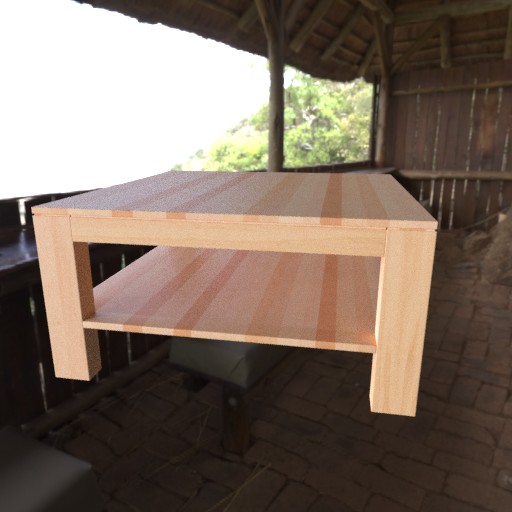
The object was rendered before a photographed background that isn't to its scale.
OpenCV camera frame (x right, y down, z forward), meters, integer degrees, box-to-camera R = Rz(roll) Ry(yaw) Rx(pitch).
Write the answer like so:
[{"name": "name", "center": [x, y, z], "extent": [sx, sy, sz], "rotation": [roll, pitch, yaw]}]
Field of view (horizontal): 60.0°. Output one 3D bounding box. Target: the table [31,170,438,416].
[{"name": "table", "center": [0.000, 0.000, 1.443], "extent": [0.900, 0.450, 0.900], "rotation": [3, 17, 10]}]
